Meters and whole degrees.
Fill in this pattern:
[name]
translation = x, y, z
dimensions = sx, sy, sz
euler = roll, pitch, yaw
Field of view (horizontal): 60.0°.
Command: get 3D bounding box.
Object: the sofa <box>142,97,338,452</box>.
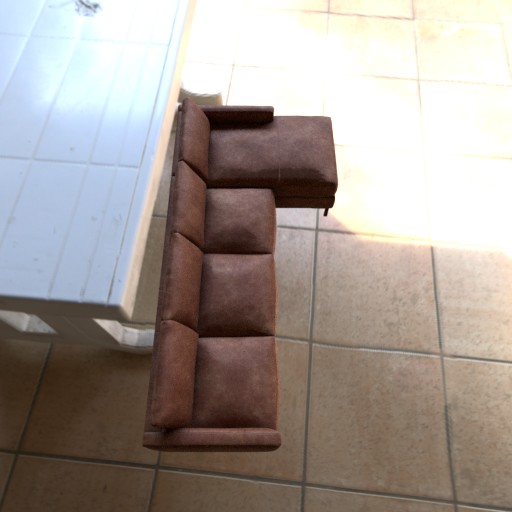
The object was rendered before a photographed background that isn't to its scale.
[sofa]
translation = 0.000, 0.000, 3.698
dimensions = 1.471, 0.859, 2.993
euler = 0, 63, 0
